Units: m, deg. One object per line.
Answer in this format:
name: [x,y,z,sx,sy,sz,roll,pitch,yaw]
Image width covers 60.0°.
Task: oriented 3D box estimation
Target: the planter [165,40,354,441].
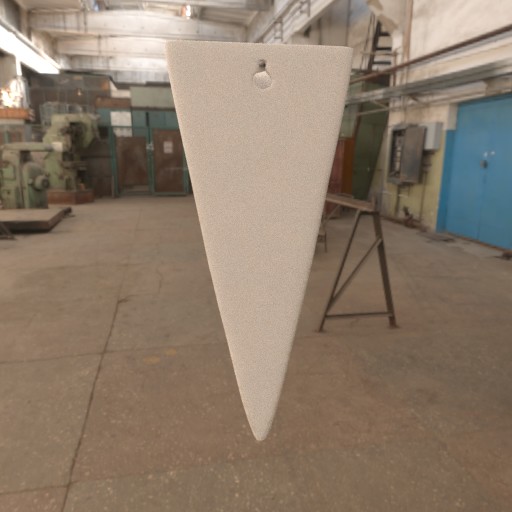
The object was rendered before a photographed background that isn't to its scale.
planter: [0.000,0.000,0.396,0.143,0.338,0.065,-2,14,-9]
